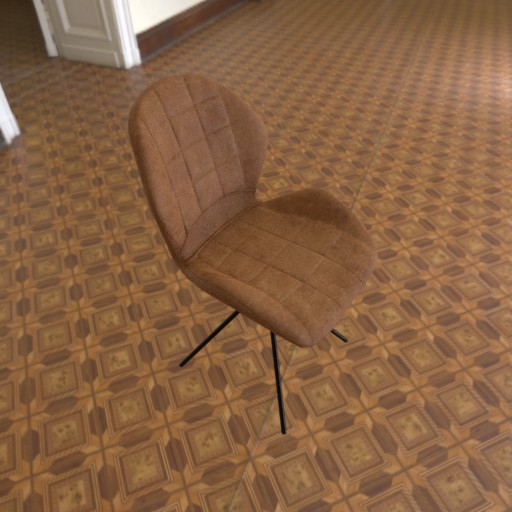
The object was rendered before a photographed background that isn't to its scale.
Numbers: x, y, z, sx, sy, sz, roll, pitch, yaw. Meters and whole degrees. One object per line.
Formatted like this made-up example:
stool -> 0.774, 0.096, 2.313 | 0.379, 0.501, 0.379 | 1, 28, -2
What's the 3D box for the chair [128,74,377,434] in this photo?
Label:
chair -> 0.000, 0.000, 1.332 | 0.640, 0.929, 0.527 | 25, 48, 25
